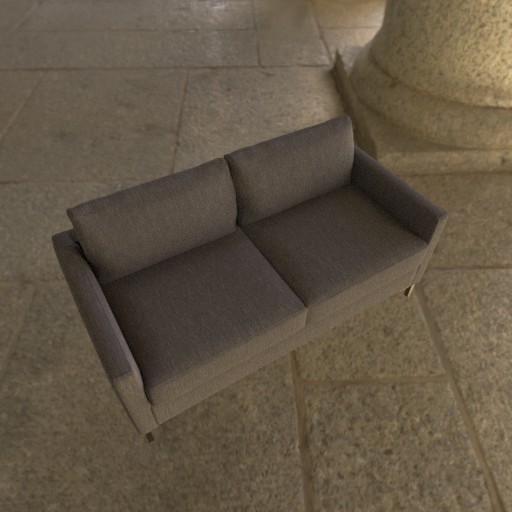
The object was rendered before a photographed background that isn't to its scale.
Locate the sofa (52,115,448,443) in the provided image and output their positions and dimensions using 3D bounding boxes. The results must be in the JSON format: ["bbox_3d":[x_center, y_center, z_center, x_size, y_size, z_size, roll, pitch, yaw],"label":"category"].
[{"bbox_3d":[0.000,0.000,2.190,1.682,0.840,0.875,-24,52,-21],"label":"sofa"}]
